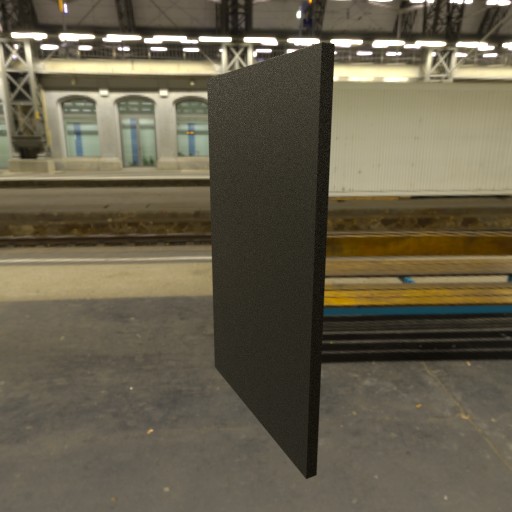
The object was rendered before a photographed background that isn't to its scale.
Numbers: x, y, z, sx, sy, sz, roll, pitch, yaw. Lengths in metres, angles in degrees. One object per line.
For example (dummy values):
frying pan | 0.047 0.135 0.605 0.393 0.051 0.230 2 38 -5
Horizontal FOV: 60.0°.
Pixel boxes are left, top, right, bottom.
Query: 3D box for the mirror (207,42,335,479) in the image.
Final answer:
mirror | 0.000 0.000 1.527 0.038 1.219 0.762 -7 17 -26
